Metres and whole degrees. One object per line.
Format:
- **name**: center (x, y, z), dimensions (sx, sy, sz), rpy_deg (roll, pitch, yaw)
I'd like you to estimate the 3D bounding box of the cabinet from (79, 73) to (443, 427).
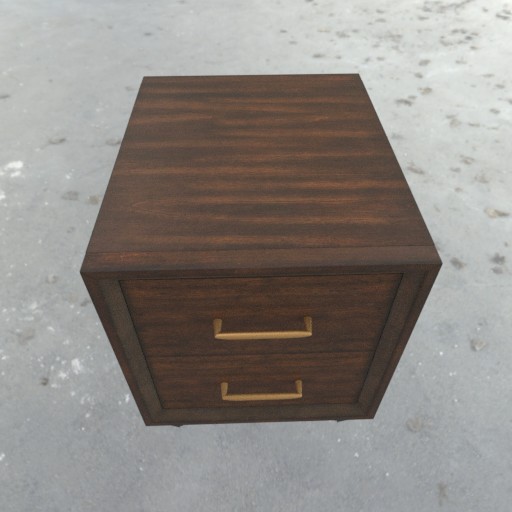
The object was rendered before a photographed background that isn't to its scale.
- **cabinet**: center (0.000, 0.000, 0.816), dimensions (0.402, 0.455, 0.500), rpy_deg (-1, 46, -1)
